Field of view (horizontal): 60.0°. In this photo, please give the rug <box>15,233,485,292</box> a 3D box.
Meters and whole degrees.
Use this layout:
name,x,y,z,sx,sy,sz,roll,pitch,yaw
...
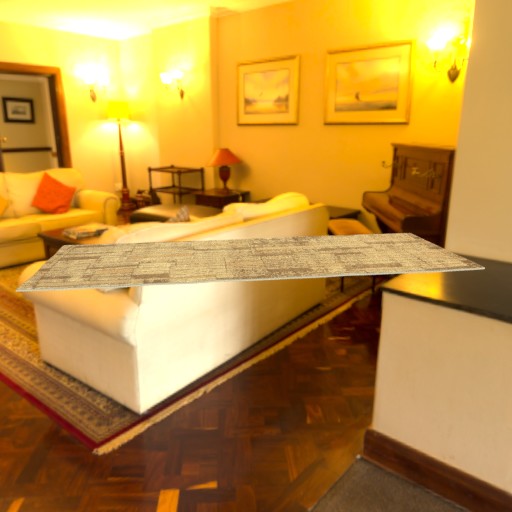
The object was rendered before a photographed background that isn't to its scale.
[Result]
name,x,y,z,sx,sy,sz,roll,pitch,yaw
rug,0.000,0.000,2.622,2.383,0.018,0.857,-2,16,-8
